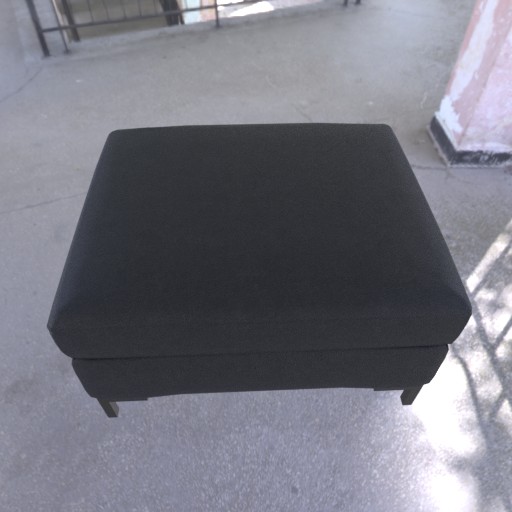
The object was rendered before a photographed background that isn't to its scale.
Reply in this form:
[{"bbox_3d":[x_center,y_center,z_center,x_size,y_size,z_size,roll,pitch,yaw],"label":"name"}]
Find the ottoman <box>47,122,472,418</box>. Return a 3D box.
[{"bbox_3d":[0.000,0.000,1.709,1.187,0.696,0.967,-2,48,-2],"label":"ottoman"}]
